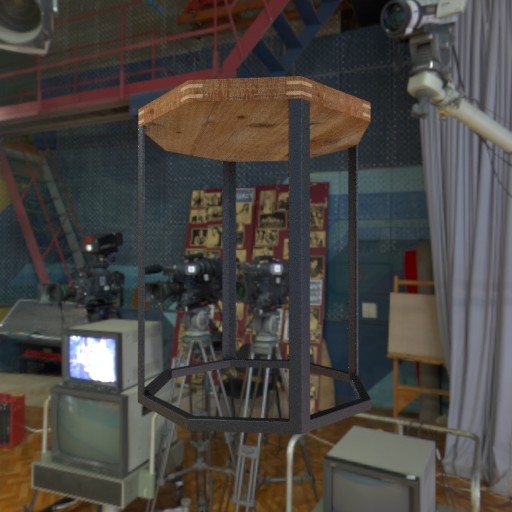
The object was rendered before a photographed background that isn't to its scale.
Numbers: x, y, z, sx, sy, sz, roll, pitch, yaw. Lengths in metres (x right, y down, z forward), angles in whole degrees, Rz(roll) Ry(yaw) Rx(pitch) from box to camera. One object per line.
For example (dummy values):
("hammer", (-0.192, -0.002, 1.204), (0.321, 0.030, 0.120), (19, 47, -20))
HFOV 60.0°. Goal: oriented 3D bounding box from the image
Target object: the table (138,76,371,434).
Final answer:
("table", (0.000, 0.000, 0.890), (0.458, 0.543, 0.458), (0, 0, -18))
